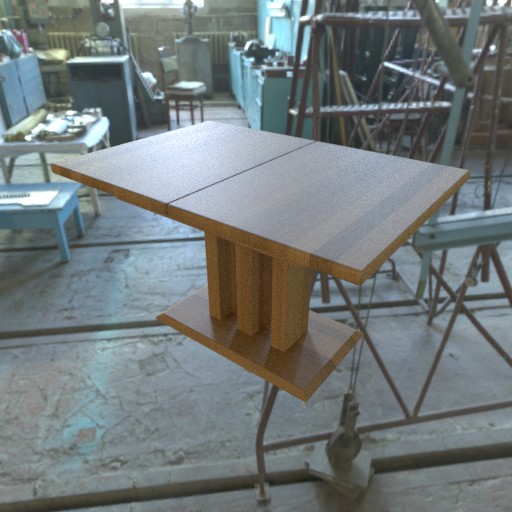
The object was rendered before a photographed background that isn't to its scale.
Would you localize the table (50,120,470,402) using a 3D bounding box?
[{"bbox_3d":[0.000,0.000,1.846,1.300,0.770,0.900,21,36,32],"label":"table"}]
